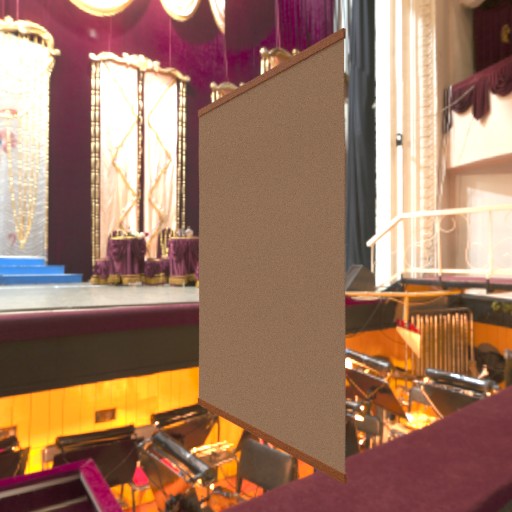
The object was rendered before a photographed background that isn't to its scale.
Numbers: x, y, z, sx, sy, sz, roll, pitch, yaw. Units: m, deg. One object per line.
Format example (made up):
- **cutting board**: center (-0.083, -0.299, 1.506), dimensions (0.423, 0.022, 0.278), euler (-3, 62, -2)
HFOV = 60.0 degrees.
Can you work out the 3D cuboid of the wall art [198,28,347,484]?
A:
- **wall art**: center (0.000, 0.000, 1.895), dimensions (0.019, 1.527, 1.019), euler (0, -1, -36)
